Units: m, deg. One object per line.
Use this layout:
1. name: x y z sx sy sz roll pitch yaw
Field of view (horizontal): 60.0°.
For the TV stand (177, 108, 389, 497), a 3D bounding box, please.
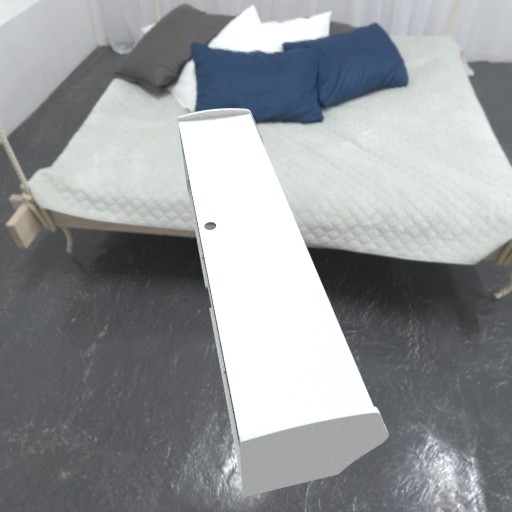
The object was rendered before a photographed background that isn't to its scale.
1. TV stand: 0.000 0.000 1.654 0.397 0.424 1.473 -9 47 -9
